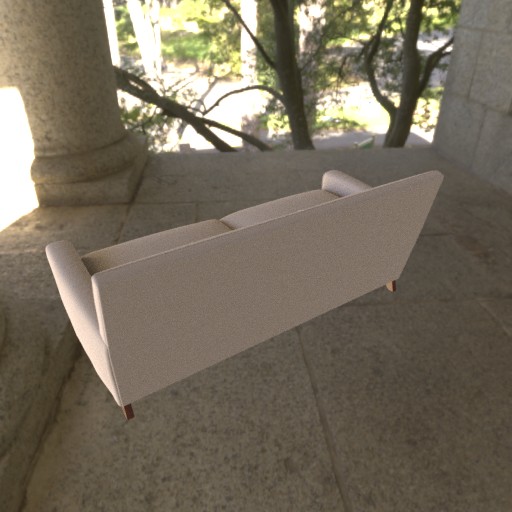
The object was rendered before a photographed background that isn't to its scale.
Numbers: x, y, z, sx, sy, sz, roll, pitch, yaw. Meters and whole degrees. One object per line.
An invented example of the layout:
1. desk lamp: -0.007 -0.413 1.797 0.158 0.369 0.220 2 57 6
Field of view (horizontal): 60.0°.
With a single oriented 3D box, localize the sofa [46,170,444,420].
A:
1. sofa: 0.000 0.000 2.469 2.000 0.846 0.875 -19 35 -29
